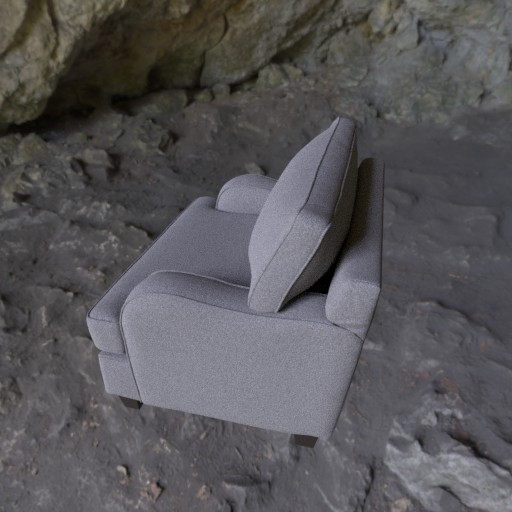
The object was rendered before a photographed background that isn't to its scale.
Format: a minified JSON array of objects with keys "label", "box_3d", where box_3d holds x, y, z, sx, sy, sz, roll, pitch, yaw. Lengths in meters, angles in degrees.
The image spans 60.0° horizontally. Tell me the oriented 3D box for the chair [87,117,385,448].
[{"label":"chair","box_3d":[0.000,0.000,2.007,1.040,1.016,1.220,7,31,13]}]
